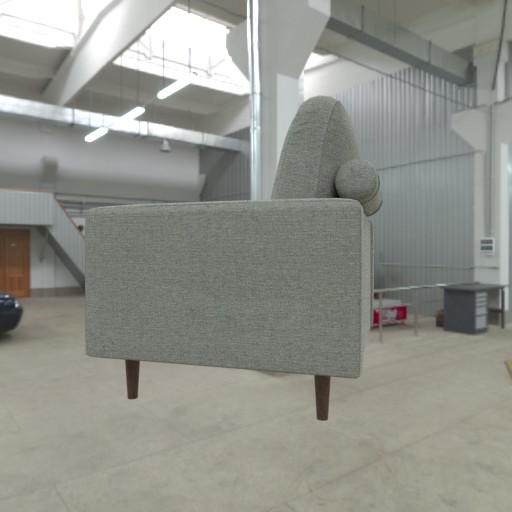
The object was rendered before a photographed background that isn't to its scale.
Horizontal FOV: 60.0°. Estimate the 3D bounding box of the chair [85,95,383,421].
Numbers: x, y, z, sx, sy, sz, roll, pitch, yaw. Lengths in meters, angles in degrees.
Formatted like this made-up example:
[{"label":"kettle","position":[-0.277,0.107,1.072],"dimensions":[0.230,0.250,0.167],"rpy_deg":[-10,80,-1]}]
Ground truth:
[{"label":"chair","position":[0.000,0.000,1.545],"dimensions":[0.843,0.880,0.821],"rpy_deg":[0,1,17]}]
